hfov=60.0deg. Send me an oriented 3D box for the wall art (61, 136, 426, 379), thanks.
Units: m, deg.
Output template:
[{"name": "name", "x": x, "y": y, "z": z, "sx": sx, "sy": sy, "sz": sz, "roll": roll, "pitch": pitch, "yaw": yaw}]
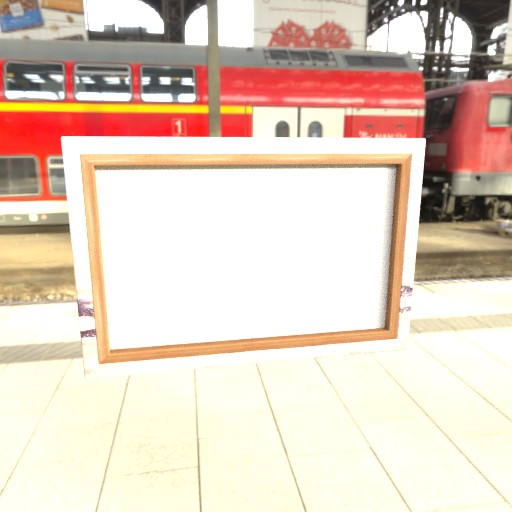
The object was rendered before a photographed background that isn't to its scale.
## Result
[{"name": "wall art", "x": 0.000, "y": 0.000, "z": 1.181, "sx": 0.913, "sy": 0.609, "sz": 0.038, "roll": -3, "pitch": 14, "yaw": -11}]
